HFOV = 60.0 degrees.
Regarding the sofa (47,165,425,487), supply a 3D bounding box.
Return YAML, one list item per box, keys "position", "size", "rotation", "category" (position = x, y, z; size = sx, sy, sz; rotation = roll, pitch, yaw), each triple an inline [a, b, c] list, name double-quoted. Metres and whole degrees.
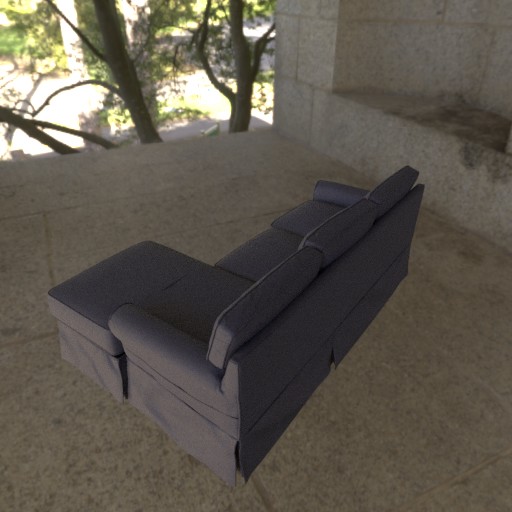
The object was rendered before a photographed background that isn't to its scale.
- position: [0.000, 0.000, 3.291]
  size: [1.637, 1.039, 2.518]
  rotation: [21, 37, 30]
  category: "sofa"
